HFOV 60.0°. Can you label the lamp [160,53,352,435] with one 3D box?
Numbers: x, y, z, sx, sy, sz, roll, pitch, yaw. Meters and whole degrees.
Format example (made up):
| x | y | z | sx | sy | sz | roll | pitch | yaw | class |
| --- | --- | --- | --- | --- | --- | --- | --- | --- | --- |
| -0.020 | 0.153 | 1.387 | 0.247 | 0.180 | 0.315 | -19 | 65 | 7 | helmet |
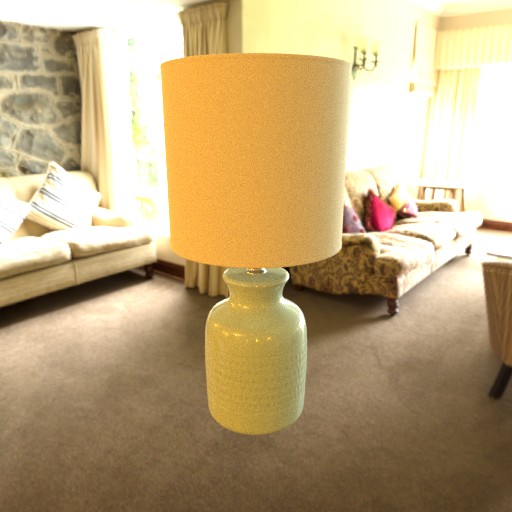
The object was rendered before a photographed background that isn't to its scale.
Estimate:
| x | y | z | sx | sy | sz | roll | pitch | yaw | class |
| --- | --- | --- | --- | --- | --- | --- | --- | --- | --- |
| 0.000 | 0.000 | 1.106 | 0.418 | 0.871 | 0.418 | -3 | 17 | -10 | lamp |
